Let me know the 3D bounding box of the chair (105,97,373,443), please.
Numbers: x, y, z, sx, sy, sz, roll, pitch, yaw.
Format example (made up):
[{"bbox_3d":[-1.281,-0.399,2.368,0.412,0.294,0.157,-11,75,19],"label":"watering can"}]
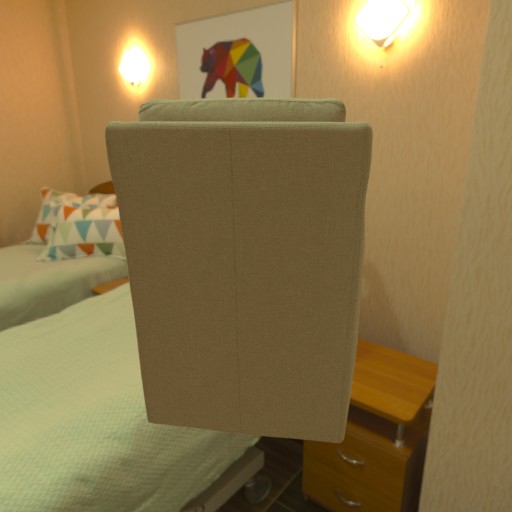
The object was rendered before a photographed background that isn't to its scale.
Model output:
[{"bbox_3d":[0.000,0.000,1.381,0.626,0.914,0.694,3,18,8],"label":"chair"}]
